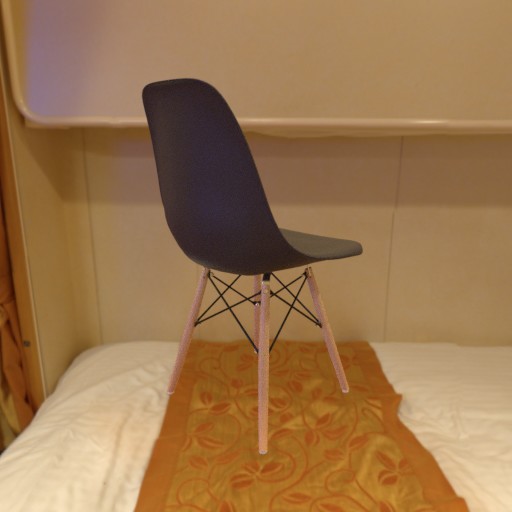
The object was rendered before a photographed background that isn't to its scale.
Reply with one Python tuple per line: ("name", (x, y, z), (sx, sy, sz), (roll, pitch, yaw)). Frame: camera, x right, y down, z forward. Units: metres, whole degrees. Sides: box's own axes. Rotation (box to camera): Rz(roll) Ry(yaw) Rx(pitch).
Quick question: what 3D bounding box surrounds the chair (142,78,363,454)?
("chair", (0.000, 0.000, 1.174), (0.470, 0.825, 0.533), (14, 20, 42))
